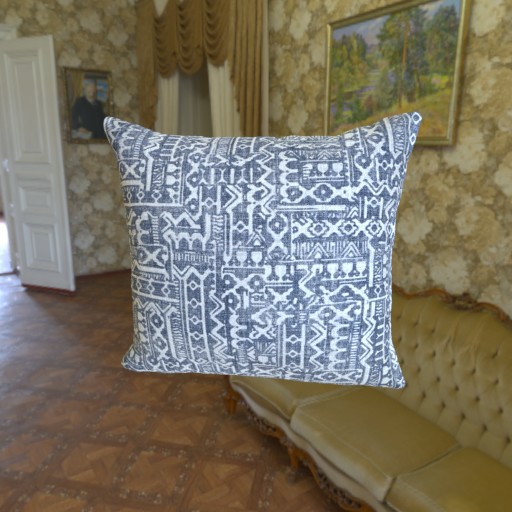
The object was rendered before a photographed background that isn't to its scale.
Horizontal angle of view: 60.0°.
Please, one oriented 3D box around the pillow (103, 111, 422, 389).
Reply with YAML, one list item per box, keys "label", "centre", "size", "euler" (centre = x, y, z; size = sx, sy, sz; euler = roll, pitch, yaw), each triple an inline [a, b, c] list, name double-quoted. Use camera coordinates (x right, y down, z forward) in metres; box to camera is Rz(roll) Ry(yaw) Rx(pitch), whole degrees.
- label: "pillow"
  centre: [0.000, 0.000, 0.793]
  size: [0.546, 0.487, 0.180]
  euler: [2, 13, 9]
